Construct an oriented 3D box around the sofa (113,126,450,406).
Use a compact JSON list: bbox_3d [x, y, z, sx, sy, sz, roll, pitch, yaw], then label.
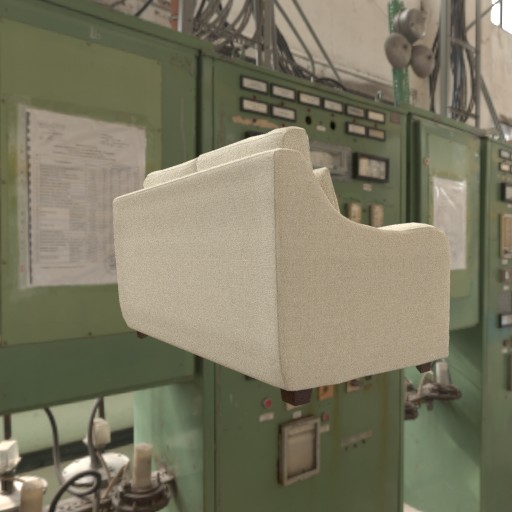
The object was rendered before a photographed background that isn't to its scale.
[{"bbox_3d":[0.000,0.000,2.410,1.040,1.047,1.744,0,1,-35],"label":"sofa"}]
